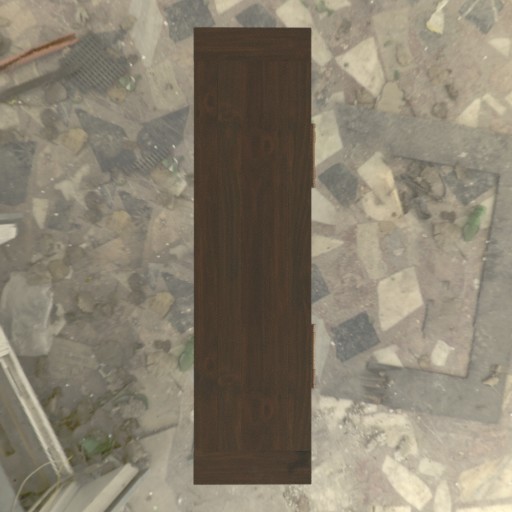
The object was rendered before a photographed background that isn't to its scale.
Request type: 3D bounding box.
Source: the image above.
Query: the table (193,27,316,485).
[{"bbox_3d":[0.000,0.000,1.926,0.442,0.762,1.599,0,90,0],"label":"table"}]
